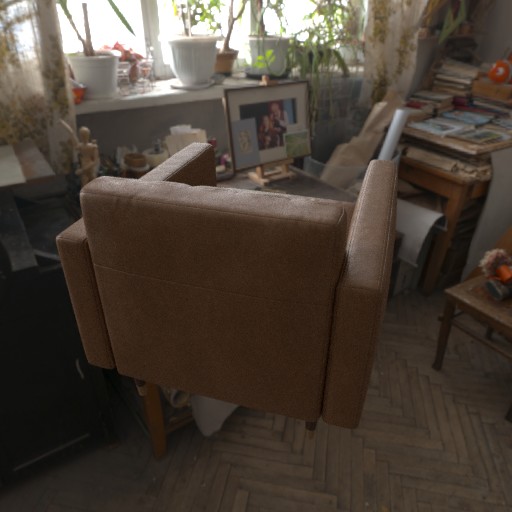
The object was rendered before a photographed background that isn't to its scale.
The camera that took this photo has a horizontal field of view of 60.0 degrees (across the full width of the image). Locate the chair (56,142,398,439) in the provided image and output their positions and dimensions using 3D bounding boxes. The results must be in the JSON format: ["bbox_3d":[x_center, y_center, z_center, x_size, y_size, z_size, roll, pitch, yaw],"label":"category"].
[{"bbox_3d":[0.000,0.000,1.635,0.953,0.819,0.998,9,32,15],"label":"chair"}]
